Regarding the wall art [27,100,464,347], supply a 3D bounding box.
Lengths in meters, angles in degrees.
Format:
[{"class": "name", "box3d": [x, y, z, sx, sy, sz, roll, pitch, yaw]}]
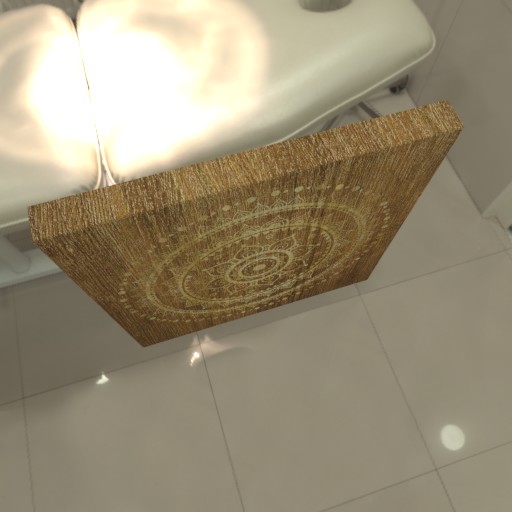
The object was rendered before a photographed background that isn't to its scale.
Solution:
[{"class": "wall art", "box3d": [0.000, 0.000, 0.586, 0.406, 0.403, 0.039, -16, 67, -7]}]
